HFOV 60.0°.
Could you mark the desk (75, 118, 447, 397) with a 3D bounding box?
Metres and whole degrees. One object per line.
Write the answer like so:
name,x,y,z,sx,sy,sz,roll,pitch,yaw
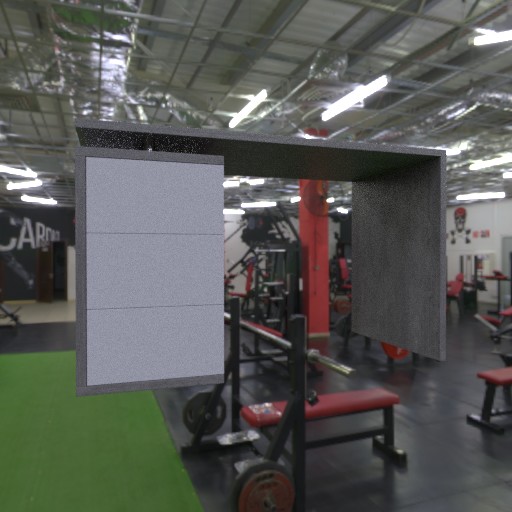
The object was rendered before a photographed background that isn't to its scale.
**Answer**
desk,0.000,0.000,1.645,1.200,0.740,0.600,0,1,-18
